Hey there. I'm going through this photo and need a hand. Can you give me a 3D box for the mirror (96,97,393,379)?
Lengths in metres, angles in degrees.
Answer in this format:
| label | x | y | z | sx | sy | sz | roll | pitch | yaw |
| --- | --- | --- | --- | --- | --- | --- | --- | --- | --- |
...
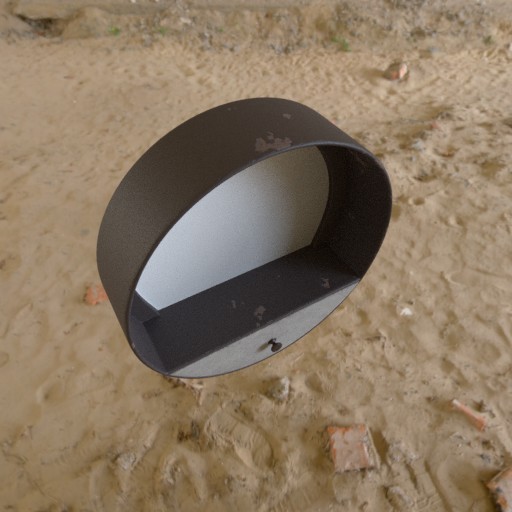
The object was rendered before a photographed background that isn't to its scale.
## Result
| label | x | y | z | sx | sy | sz | roll | pitch | yaw |
| --- | --- | --- | --- | --- | --- | --- | --- | --- | --- |
| mirror | 0.000 | 0.000 | 0.594 | 0.386 | 0.386 | 0.126 | -23 | 51 | -20 |
